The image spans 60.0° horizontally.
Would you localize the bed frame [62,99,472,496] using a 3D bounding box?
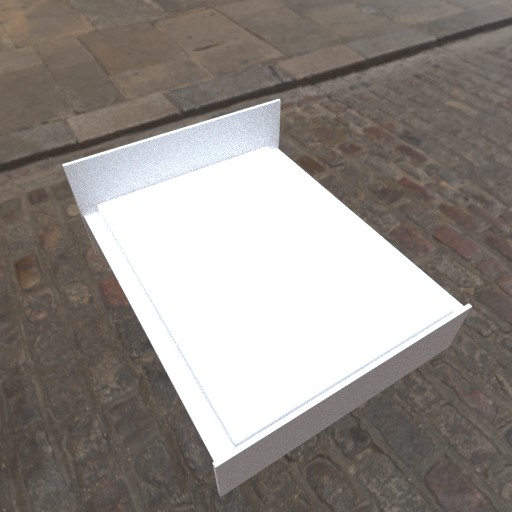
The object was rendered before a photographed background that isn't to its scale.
[{"bbox_3d":[0.000,0.000,2.764,1.622,0.800,1.960,-24,51,-21],"label":"bed frame"}]
